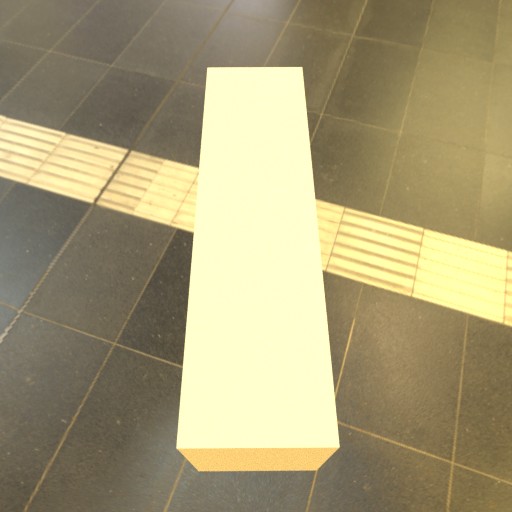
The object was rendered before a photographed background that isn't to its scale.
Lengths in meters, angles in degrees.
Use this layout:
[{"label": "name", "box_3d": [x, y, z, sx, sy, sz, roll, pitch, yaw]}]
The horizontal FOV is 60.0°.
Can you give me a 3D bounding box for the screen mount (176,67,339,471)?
[{"label": "screen mount", "box_3d": [0.000, 0.000, 1.741, 0.400, 0.619, 1.490, 0, 58, 0]}]
